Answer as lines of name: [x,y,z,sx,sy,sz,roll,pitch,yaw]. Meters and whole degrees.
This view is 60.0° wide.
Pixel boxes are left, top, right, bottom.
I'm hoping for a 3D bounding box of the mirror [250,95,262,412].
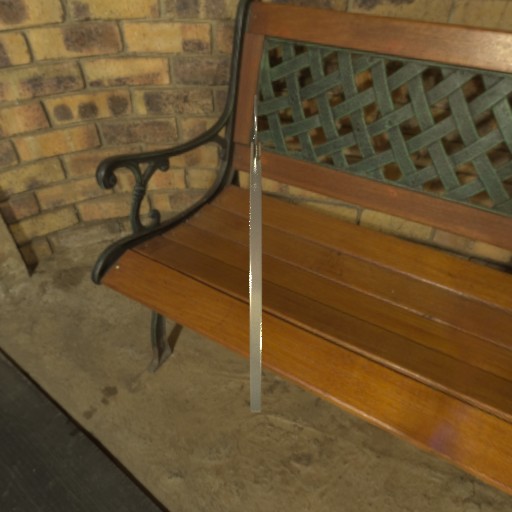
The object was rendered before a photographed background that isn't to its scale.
mirror: [0.000,0.000,0.979,0.020,0.713,0.594,0,41,0]
